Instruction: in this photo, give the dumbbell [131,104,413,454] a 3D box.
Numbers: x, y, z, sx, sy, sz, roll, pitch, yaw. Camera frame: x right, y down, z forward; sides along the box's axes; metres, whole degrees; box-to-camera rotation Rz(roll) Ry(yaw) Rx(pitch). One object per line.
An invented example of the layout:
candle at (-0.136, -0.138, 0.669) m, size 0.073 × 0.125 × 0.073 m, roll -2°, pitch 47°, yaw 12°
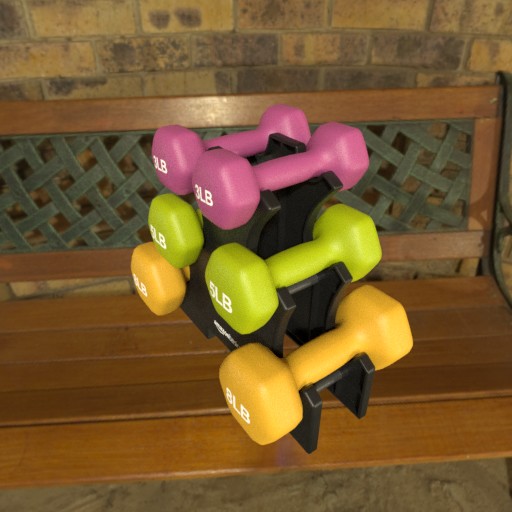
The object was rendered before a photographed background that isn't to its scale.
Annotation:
dumbbell at (0.000, 0.000, 0.463) m, size 0.190 × 0.271 × 0.300 m, roll -21°, pitch 38°, yaw -29°
